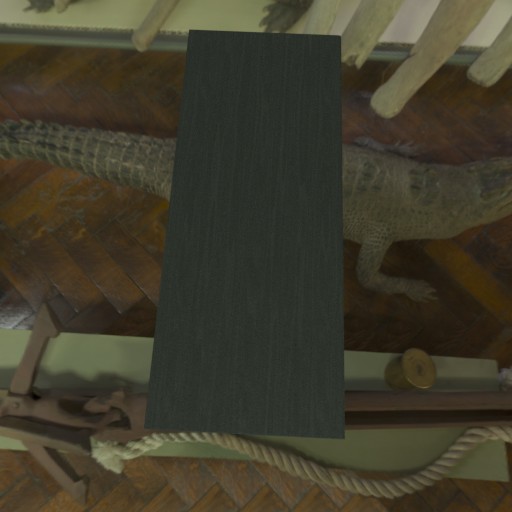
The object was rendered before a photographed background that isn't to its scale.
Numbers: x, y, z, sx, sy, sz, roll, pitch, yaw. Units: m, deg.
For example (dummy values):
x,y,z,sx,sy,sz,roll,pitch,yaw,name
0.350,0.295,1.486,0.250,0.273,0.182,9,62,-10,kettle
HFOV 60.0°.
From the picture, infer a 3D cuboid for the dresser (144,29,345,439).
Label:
x,y,z,sx,sy,sz,roll,pitch,yaw,name
0.000,0.000,1.421,0.404,0.816,0.994,3,73,1,dresser
